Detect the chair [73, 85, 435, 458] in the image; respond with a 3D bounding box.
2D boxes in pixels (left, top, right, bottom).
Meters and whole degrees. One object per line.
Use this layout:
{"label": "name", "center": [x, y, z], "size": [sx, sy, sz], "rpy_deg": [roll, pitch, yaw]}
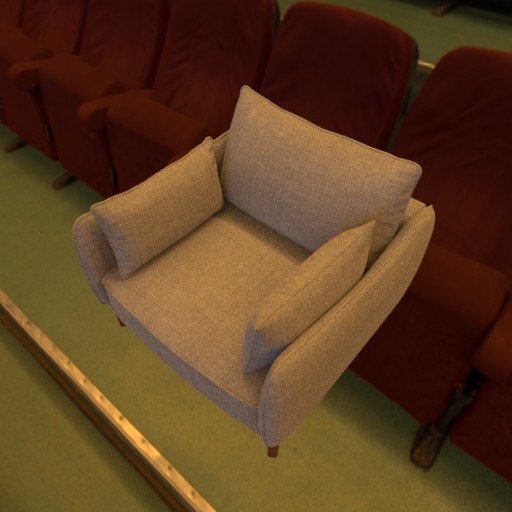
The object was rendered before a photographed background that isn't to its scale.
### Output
{"label": "chair", "center": [0.000, 0.000, 1.701], "size": [0.993, 0.839, 0.976], "rpy_deg": [32, 55, 26]}
